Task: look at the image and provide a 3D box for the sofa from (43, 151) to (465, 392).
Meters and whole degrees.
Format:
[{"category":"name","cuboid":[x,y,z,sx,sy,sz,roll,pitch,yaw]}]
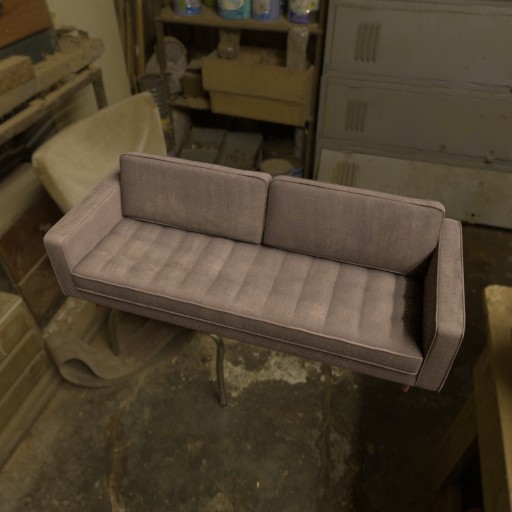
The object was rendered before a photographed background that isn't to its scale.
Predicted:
[{"category":"sofa","cuboid":[0.000,0.000,2.654,2.295,0.813,0.923,12,43,13]}]
